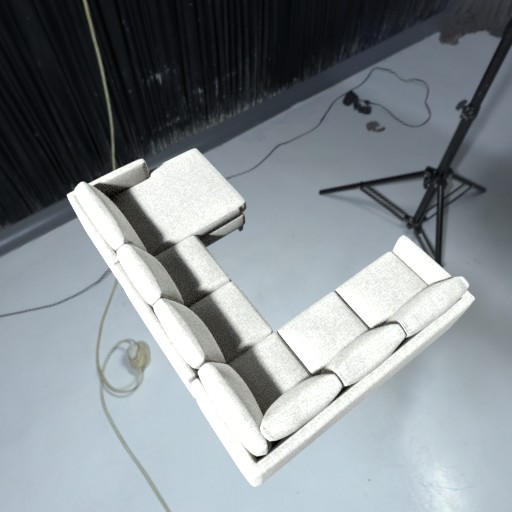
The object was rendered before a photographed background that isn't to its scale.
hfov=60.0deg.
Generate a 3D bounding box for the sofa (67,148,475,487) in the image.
[{"bbox_3d":[0.000,0.000,4.637,2.593,0.959,3.460,-32,63,-18],"label":"sofa"}]
